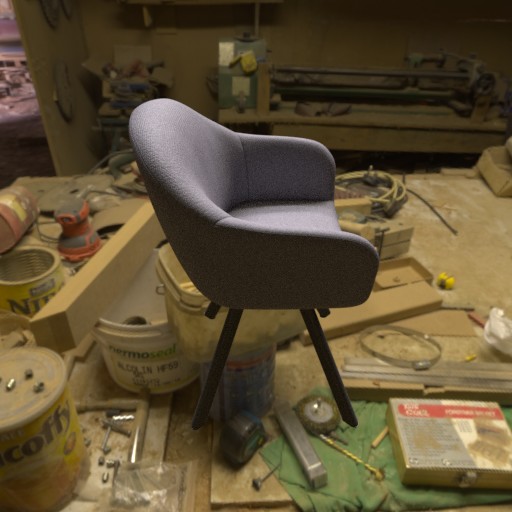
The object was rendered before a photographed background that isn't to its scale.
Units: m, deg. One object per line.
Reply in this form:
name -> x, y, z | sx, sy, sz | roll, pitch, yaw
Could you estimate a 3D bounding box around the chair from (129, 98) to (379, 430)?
chair -> 0.000, 0.000, 1.187 | 0.550, 0.795, 0.590 | -1, 33, -1
